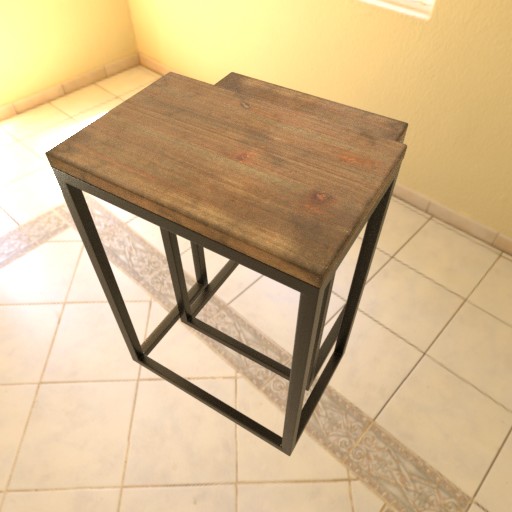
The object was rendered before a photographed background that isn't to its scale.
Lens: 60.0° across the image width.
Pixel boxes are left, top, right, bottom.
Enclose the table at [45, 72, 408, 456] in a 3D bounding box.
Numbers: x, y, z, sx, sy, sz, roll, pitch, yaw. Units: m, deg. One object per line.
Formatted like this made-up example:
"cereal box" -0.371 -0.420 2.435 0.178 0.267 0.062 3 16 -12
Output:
"table" 0.000 0.000 0.919 0.456 0.615 0.460 26 53 21
